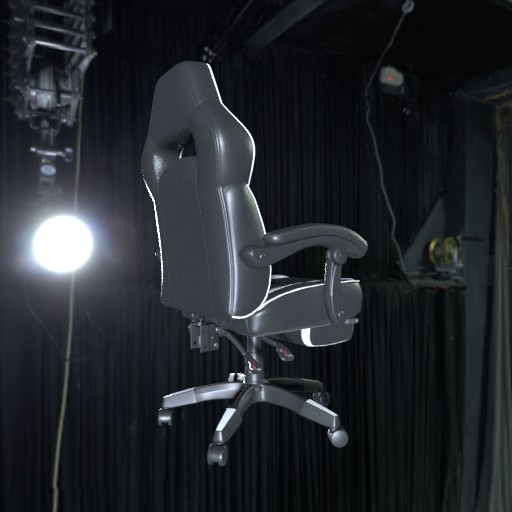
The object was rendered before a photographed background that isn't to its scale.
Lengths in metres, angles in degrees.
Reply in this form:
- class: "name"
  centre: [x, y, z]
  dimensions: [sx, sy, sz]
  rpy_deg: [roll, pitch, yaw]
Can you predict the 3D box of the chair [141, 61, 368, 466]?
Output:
- class: "chair"
  centre: [0.000, 0.000, 1.598]
  dimensions: [0.700, 1.200, 0.676]
  rpy_deg: [0, 0, -36]
